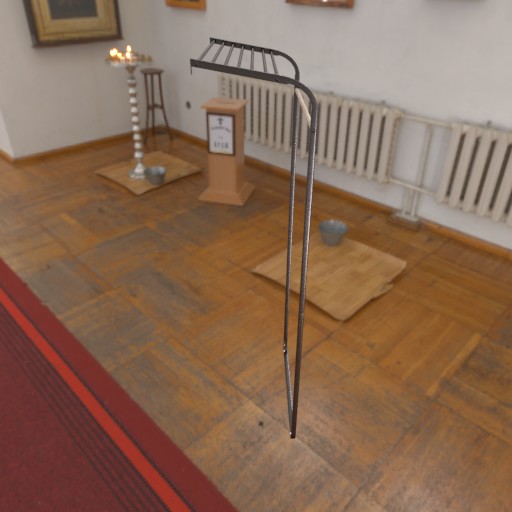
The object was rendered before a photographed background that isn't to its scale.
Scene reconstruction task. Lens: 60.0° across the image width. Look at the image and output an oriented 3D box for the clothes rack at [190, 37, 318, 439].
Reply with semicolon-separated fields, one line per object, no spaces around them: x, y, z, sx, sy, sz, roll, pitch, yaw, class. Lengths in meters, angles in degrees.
0.000;0.000;1.828;0.349;1.574;0.609;0;31;0;clothes rack
